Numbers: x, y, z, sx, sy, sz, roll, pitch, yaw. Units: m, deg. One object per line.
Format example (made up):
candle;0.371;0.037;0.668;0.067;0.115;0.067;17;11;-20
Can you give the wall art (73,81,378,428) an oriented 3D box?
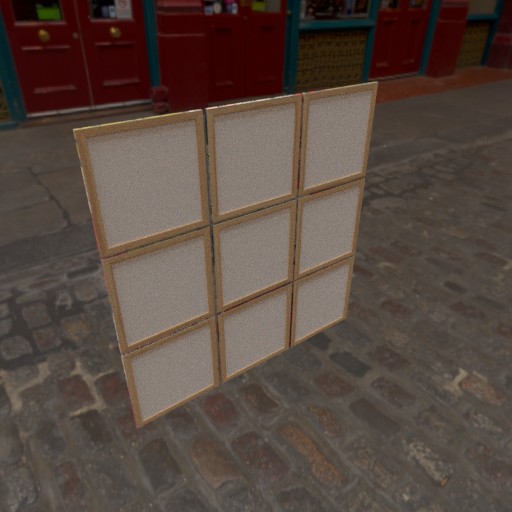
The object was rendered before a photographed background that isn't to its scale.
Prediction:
wall art;0.000;0.000;1.804;1.206;1.218;0.013;-21;37;-30
